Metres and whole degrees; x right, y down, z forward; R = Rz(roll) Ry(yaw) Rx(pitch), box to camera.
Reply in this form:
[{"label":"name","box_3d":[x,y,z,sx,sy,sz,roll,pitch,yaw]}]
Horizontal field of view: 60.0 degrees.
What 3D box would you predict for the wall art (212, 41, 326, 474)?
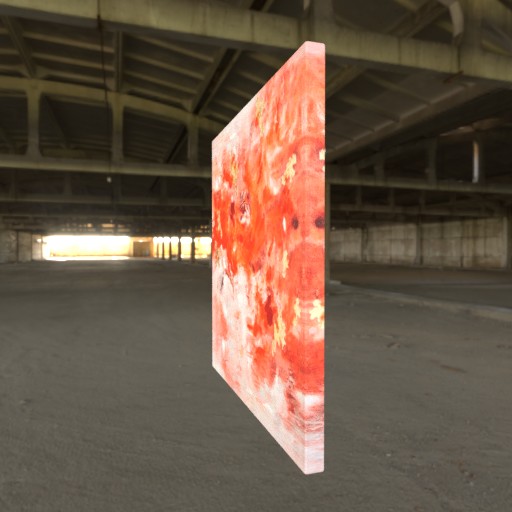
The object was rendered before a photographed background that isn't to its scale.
[{"label":"wall art","box_3d":[0.000,0.000,1.124,0.064,0.746,0.747,0,1,-18]}]
